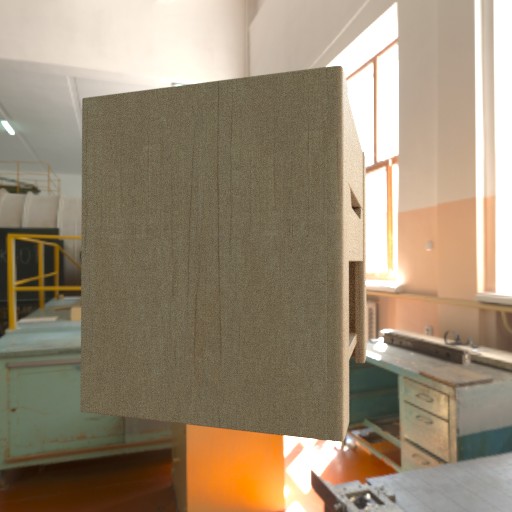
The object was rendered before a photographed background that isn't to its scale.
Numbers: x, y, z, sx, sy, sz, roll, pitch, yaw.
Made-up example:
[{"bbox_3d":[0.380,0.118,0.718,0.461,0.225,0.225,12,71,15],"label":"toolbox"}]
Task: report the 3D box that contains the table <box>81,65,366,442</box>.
[{"bbox_3d":[0.000,0.000,0.930,0.420,0.510,0.570,0,-1,17],"label":"table"}]
